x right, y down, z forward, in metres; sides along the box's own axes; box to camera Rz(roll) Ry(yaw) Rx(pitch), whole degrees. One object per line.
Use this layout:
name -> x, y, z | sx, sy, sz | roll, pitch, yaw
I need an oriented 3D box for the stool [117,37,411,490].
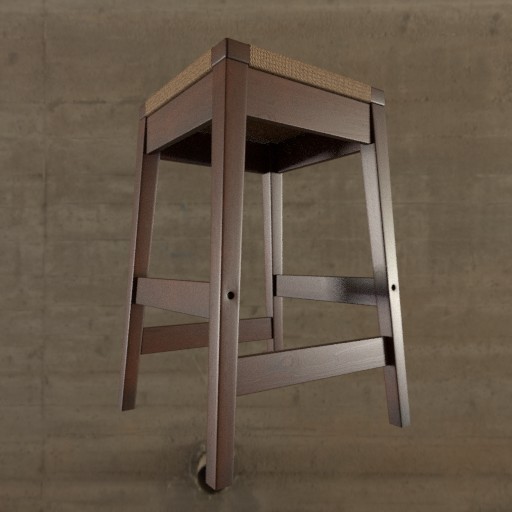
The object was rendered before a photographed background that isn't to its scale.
stool -> 0.000, 0.000, 1.063 | 0.507, 0.762, 0.497 | 1, -1, -35
